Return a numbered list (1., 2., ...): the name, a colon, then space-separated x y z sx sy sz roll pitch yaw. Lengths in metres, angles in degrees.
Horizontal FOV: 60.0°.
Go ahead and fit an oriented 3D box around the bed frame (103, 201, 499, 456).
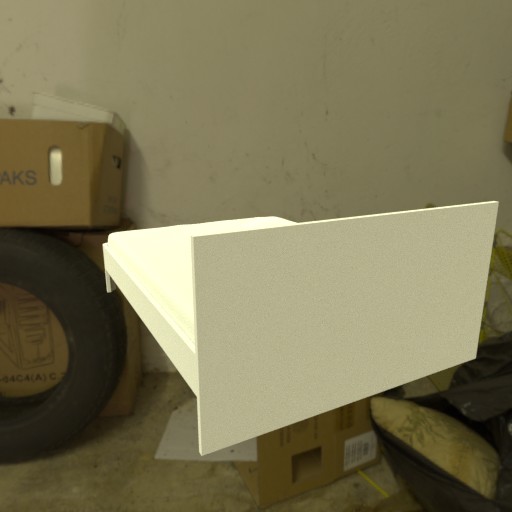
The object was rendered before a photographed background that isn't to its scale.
1. bed frame: 0.000 0.000 2.635 1.490 0.800 1.950 -8 18 -27
